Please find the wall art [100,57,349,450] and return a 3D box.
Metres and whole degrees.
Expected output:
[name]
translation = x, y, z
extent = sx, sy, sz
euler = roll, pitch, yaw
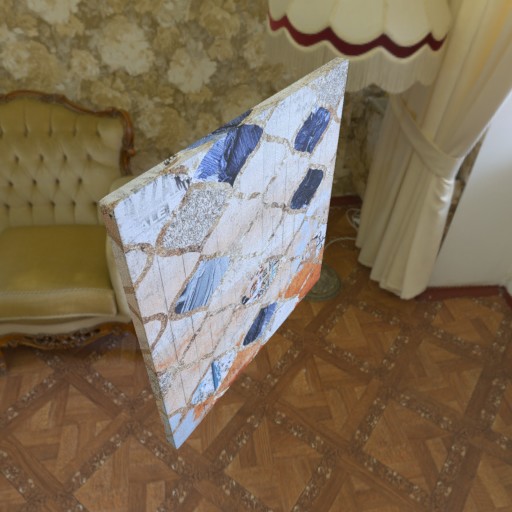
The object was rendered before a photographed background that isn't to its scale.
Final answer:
[wall art]
translation = 0.000, 0.000, 1.340
extent = 0.039, 0.914, 0.912
euler = 25, 47, 25
